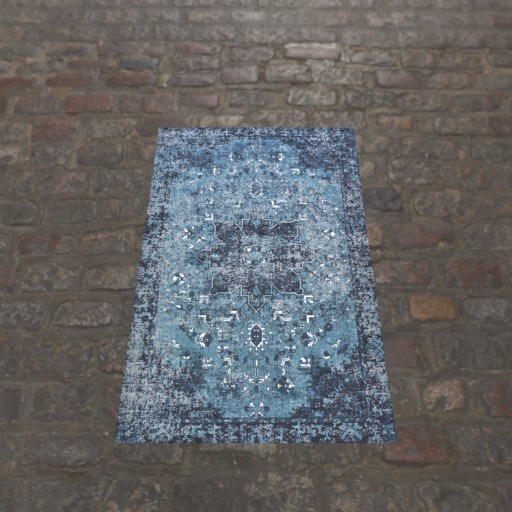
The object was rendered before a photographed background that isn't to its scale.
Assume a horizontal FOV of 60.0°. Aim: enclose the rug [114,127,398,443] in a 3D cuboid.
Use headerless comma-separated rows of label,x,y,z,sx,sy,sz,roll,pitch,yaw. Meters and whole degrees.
rug,0.000,0.000,2.339,1.219,0.005,1.828,0,62,0
